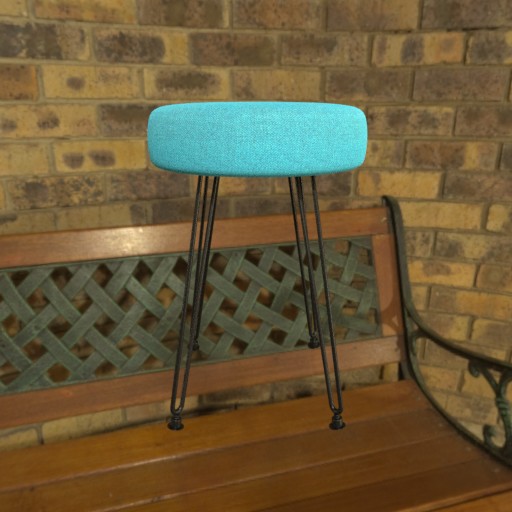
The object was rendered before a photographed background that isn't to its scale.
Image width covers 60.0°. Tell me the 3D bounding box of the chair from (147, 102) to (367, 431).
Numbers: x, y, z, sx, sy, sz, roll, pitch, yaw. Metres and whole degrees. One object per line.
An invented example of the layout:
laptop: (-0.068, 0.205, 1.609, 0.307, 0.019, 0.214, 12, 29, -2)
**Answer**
chair: (0.000, 0.000, 0.677, 0.350, 0.440, 0.350, 16, 23, 41)
